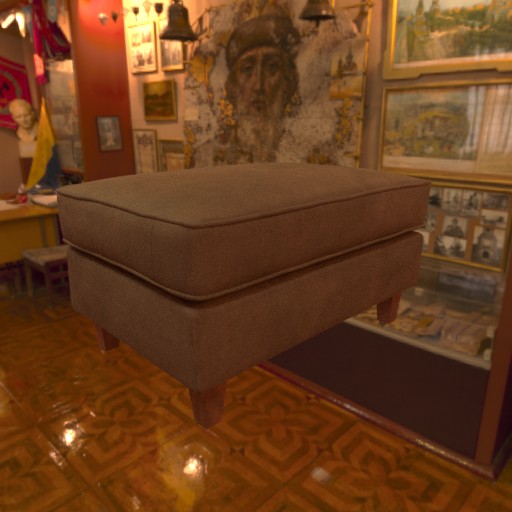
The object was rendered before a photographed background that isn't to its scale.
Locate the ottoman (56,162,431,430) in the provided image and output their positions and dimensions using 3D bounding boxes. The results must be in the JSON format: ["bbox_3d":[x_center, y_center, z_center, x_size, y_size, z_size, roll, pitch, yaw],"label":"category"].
[{"bbox_3d":[0.000,0.000,1.228,0.860,0.481,0.596,-16,23,-42],"label":"ottoman"}]
